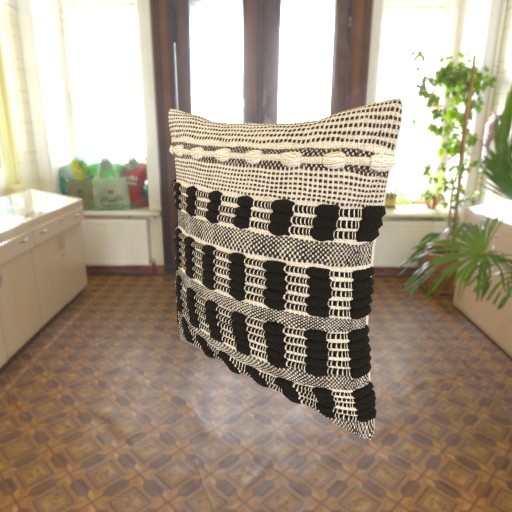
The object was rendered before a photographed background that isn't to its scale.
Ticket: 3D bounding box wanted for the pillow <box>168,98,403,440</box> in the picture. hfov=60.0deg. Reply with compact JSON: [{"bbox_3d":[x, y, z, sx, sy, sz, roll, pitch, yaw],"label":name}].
[{"bbox_3d":[0.000,0.000,0.677,0.436,0.438,0.156,16,22,43],"label":"pillow"}]
